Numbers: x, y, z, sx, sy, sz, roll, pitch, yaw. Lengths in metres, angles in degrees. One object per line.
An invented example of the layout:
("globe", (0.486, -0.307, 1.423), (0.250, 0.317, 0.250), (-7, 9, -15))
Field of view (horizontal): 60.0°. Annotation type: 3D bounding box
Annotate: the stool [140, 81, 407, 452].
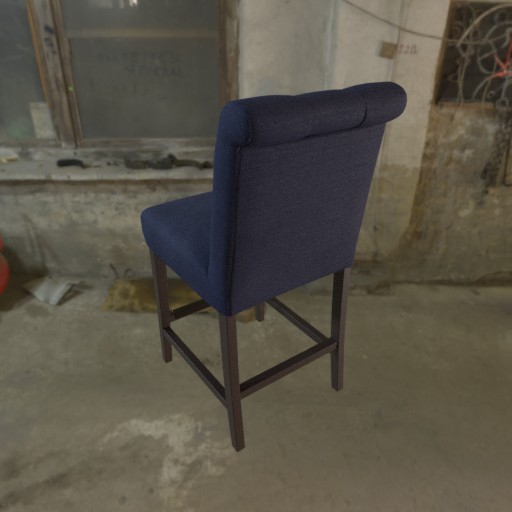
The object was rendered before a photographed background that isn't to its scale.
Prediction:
("stool", (0.000, 0.000, 1.337), (0.493, 1.010, 0.601), (-19, 34, -30))
